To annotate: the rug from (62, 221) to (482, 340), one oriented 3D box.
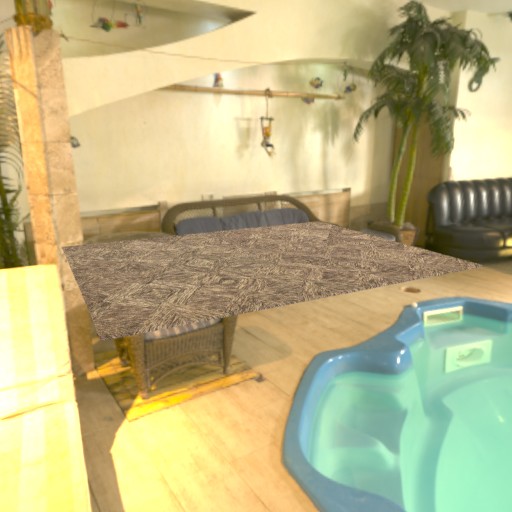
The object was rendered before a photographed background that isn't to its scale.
[{"bbox_3d":[0.000,0.000,4.190,3.204,0.017,2.448,-8,16,-27],"label":"rug"}]
